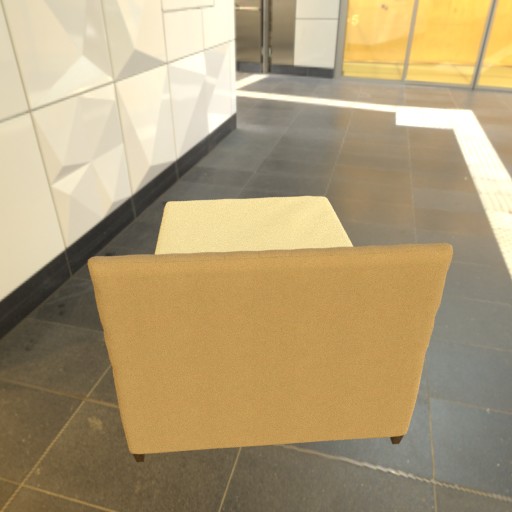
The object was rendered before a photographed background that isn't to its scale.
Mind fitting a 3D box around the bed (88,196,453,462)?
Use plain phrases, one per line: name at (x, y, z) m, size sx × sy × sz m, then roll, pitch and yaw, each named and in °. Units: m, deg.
bed at (0.000, 0.000, 3.355) m, size 1.698 × 1.427 × 2.387 m, roll -2°, pitch 32°, yaw -4°
